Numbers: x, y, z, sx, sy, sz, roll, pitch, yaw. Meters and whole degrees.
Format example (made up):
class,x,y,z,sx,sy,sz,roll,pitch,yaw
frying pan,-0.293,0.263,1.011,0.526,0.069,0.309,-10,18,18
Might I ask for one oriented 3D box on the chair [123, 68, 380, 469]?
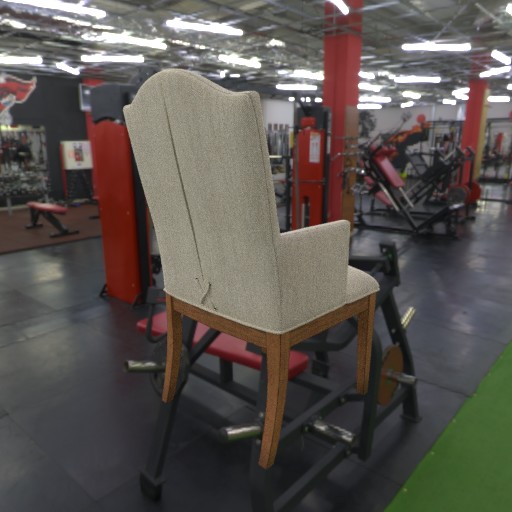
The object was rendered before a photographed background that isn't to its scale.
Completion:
class,x,y,z,sx,sy,sz,roll,pitch,yaw
chair,0.000,0.000,1.374,0.533,1.016,0.641,13,19,42
